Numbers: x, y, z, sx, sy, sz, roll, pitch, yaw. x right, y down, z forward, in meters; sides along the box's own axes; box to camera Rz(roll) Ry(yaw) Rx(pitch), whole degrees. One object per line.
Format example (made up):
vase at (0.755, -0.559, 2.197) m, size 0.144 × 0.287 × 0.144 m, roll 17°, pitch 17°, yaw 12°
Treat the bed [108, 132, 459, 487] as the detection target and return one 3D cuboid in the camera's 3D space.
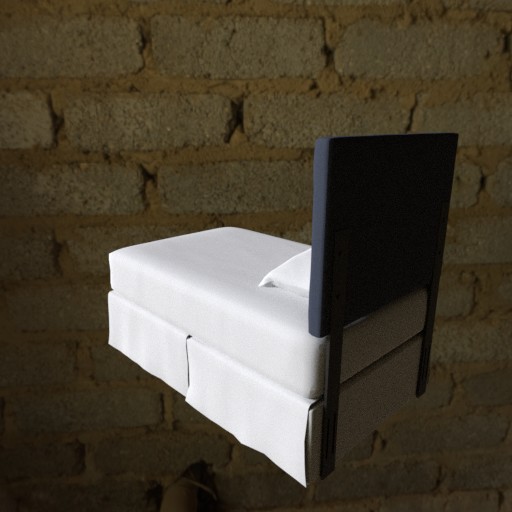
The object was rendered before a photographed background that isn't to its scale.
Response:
bed at (0.000, 0.000, 2.888) m, size 1.261 × 1.571 × 1.997 m, roll -16°, pitch 23°, yaw -41°
